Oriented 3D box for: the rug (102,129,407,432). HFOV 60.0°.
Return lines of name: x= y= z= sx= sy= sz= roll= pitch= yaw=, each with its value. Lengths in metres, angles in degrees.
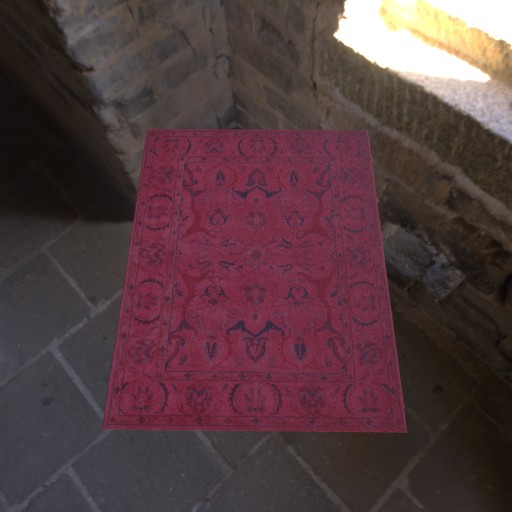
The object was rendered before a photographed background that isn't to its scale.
rug: x=0.000 y=0.000 z=3.980 sx=2.300 sy=0.012 sz=2.929 roll=0 pitch=64 yaw=0
